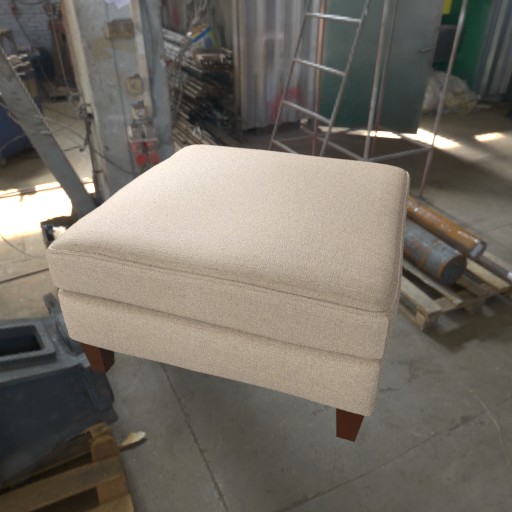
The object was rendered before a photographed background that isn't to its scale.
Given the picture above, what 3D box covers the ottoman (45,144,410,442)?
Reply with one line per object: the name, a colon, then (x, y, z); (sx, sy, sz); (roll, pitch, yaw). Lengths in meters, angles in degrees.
ottoman: (0.000, 0.000, 1.374); (0.838, 0.481, 0.838); (10, 34, 15)
